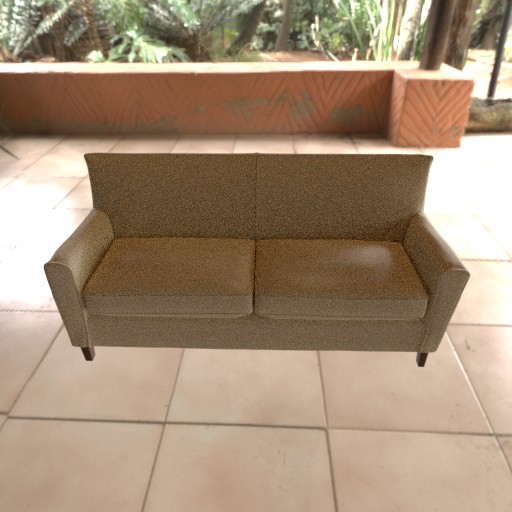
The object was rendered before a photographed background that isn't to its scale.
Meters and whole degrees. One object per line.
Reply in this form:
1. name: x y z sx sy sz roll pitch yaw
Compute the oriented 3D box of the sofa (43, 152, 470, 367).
1. sofa: 0.000 0.000 2.440 2.001 0.907 0.841 1 31 1
